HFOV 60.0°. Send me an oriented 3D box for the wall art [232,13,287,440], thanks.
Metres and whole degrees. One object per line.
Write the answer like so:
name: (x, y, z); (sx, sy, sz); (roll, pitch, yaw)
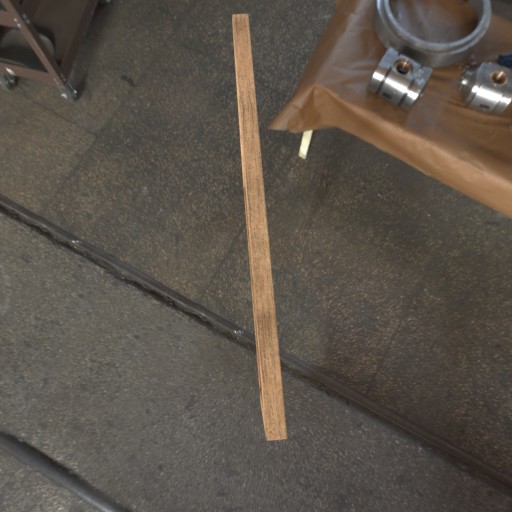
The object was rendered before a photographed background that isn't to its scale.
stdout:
wall art: (0.000, 0.000, 1.020); (0.029, 0.691, 0.695); (-4, 75, -1)
